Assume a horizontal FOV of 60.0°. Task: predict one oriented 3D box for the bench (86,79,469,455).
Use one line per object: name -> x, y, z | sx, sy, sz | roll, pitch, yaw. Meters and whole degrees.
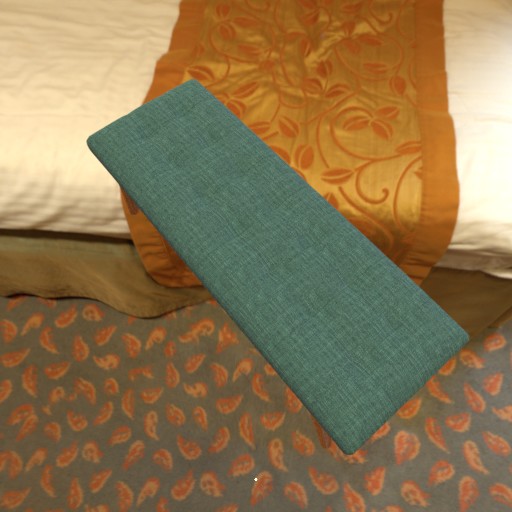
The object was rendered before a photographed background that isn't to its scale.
bench -> 0.000, 0.000, 1.334 | 0.406, 0.432, 1.118 | -36, 69, -17
